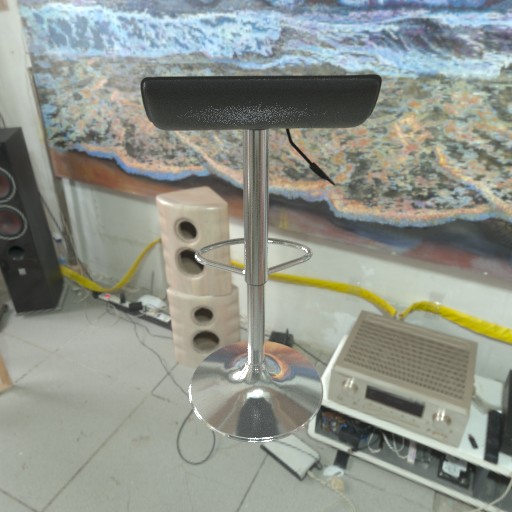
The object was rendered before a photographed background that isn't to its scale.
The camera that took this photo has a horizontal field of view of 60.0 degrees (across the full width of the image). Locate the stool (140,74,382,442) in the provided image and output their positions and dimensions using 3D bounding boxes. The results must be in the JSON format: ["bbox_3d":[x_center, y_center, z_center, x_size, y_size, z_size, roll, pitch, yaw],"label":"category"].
[{"bbox_3d":[0.000,0.000,1.051,0.381,0.851,0.381,-2,30,-3],"label":"stool"}]
